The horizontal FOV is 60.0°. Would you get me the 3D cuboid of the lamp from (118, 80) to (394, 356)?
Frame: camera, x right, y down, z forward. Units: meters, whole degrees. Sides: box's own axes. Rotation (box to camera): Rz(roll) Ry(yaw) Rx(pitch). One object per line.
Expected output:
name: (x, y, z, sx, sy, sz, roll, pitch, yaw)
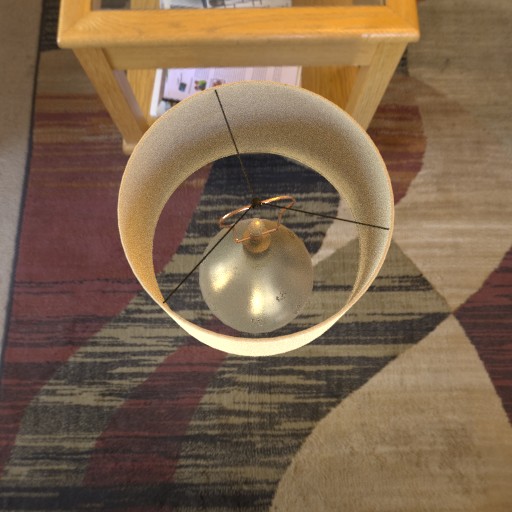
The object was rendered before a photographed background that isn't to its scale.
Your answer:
lamp: (0.000, 0.000, 0.744, 0.330, 0.521, 0.330, 0, 77, 0)
